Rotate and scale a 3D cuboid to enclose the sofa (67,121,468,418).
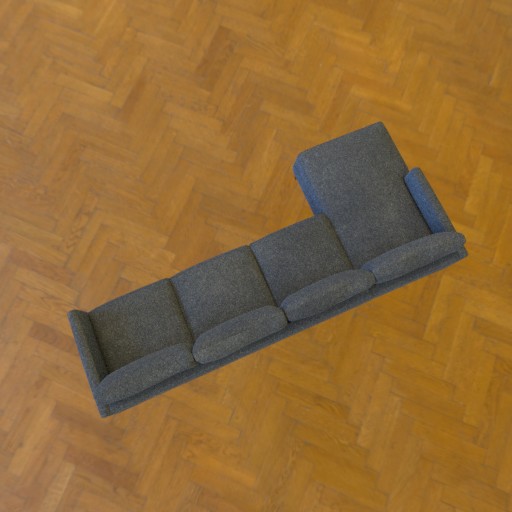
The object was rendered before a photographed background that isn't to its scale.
[{"bbox_3d":[0.000,0.000,3.481,2.932,0.810,1.350,-23,77,-6],"label":"sofa"}]
